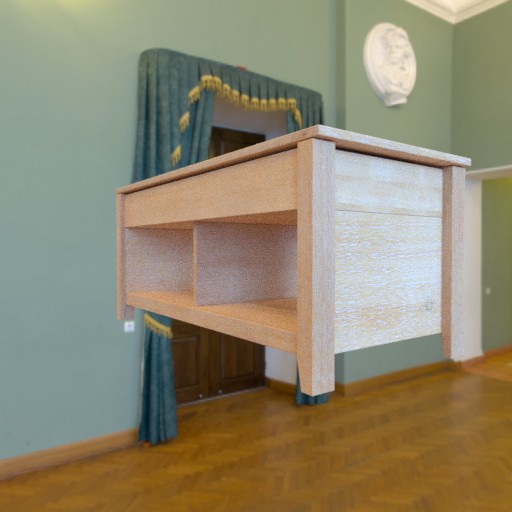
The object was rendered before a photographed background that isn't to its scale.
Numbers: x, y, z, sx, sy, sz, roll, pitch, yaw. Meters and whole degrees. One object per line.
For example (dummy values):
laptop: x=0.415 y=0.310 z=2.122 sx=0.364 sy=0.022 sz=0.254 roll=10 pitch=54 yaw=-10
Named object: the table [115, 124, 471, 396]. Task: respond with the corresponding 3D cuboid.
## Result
table: x=0.000 y=0.000 z=1.290 sx=0.483 sy=0.457 sz=1.016 roll=-1 pitch=1 yaw=-36
